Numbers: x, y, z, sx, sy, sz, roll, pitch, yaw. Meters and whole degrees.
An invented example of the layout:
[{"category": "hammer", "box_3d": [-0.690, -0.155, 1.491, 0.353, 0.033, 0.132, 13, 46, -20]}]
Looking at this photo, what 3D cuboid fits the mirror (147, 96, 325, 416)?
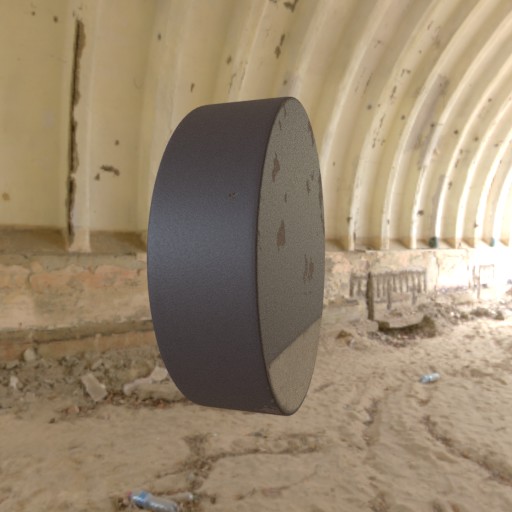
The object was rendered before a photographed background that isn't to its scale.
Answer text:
[{"category": "mirror", "box_3d": [0.000, 0.000, 0.583, 0.126, 0.386, 0.386, 1, 2, 18]}]
